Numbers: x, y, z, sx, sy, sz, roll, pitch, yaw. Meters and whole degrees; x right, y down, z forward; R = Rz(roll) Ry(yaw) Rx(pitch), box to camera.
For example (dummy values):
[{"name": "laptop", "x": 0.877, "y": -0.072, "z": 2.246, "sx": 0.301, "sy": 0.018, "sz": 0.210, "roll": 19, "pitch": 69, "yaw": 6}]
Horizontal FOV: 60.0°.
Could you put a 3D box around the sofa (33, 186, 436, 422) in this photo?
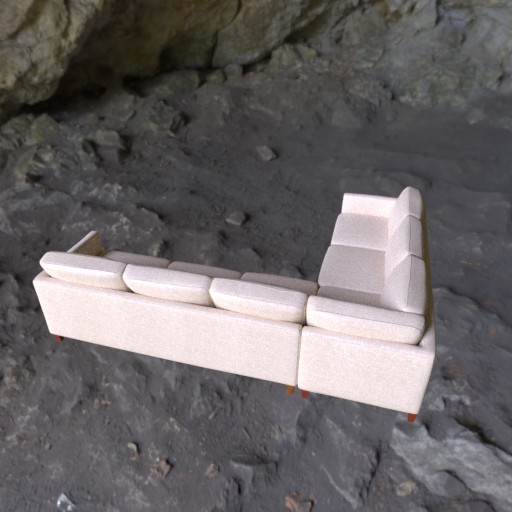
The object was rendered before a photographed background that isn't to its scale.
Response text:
[{"name": "sofa", "x": 0.000, "y": 0.000, "z": 4.528, "sx": 3.302, "sy": 0.947, "sz": 2.593, "roll": 9, "pitch": 34, "yaw": 14}]
